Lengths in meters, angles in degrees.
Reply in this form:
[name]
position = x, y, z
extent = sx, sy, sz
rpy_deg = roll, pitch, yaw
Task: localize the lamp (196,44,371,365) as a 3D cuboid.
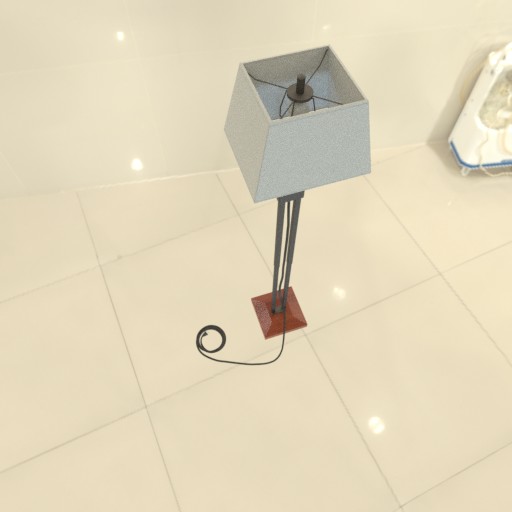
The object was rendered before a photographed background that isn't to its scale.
[lamp]
position = 0.000, 0.000, 1.981
extent = 0.745, 1.712, 0.472
rpy_deg = -16, 60, -9
